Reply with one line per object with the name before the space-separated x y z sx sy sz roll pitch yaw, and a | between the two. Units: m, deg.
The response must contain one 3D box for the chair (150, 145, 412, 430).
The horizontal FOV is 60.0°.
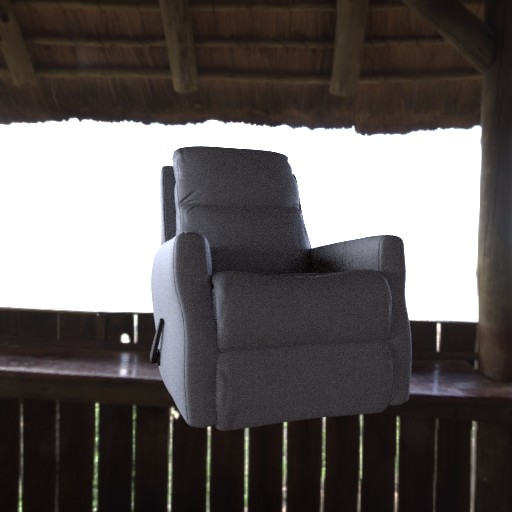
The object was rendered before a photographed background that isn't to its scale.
chair | 0.000 0.000 1.763 0.829 1.030 1.080 0 1 -17
